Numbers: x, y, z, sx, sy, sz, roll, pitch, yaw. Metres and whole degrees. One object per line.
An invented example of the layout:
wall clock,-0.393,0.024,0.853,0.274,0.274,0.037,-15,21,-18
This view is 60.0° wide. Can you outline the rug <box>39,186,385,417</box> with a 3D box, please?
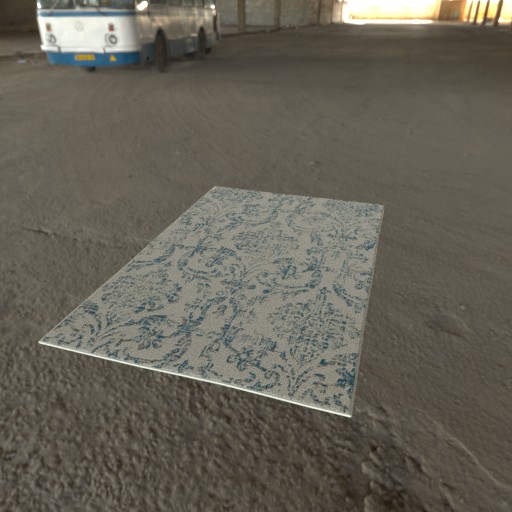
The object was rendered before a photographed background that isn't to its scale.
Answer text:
rug,0.000,0.000,2.335,1.213,0.012,1.831,9,30,15
